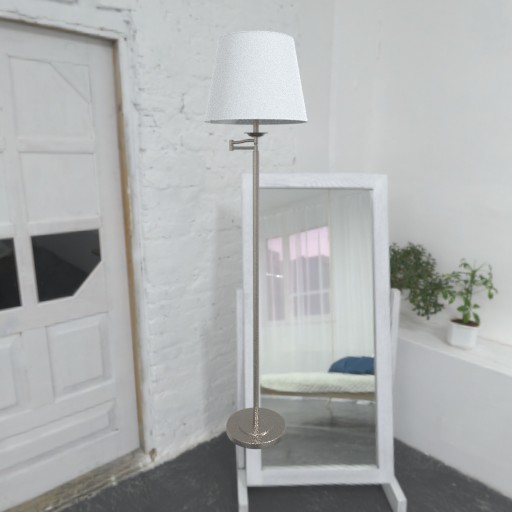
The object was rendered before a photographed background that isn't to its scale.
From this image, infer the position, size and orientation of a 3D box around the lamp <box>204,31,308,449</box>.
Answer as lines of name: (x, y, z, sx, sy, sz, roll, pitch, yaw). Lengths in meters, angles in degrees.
lamp: (0.000, 0.000, 1.647, 0.355, 1.473, 0.355, 0, 14, 0)
